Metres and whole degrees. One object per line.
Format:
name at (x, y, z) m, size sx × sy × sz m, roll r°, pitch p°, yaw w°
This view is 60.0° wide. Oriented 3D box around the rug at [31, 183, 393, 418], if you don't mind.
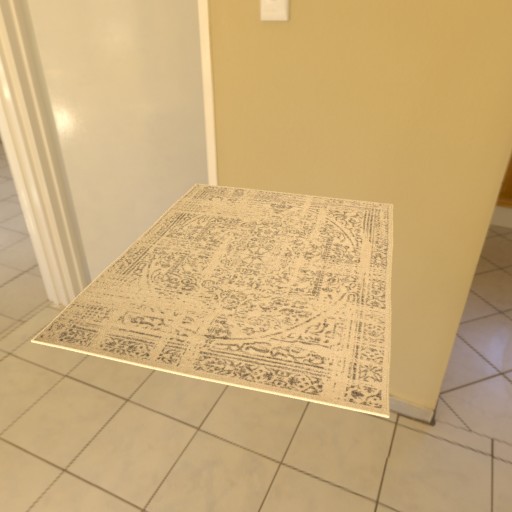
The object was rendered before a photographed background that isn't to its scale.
rug at (0.000, 0.000, 3.869) m, size 2.311 × 0.032 × 2.921 m, roll 8°, pitch 32°, yaw 13°
